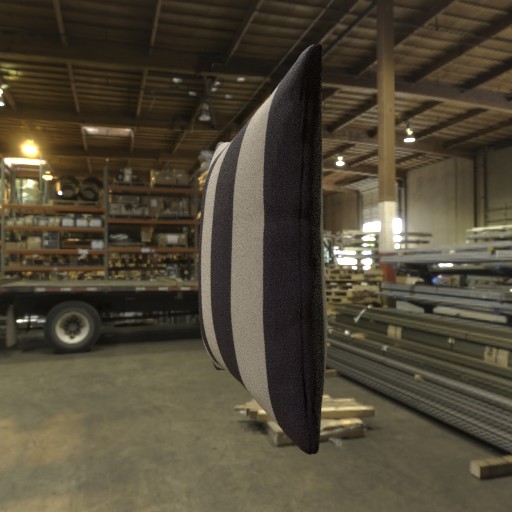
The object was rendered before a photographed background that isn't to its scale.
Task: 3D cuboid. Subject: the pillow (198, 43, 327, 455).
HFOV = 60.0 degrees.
[{"bbox_3d":[0.000,0.000,0.800,0.189,0.526,0.536,0,-1,-19],"label":"pillow"}]
